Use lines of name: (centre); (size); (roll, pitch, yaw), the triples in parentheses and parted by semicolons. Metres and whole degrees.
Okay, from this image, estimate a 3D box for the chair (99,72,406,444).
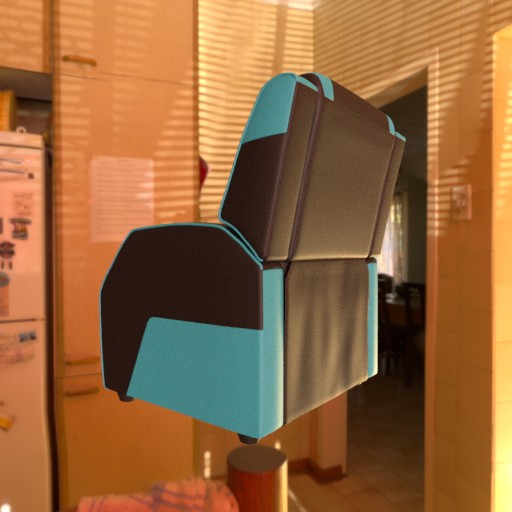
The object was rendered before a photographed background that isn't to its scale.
chair: (0.000, 0.000, 1.291); (0.672, 0.805, 0.620); (1, 1, 38)
